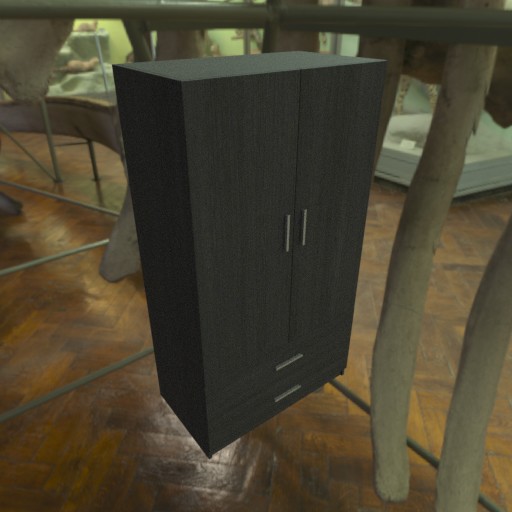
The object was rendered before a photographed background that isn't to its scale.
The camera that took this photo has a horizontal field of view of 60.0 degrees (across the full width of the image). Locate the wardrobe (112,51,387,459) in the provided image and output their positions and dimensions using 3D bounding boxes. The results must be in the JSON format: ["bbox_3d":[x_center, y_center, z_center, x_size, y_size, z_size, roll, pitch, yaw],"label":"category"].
[{"bbox_3d":[0.000,0.000,2.247,0.991,1.808,0.577,-20,35,-32],"label":"wardrobe"}]
